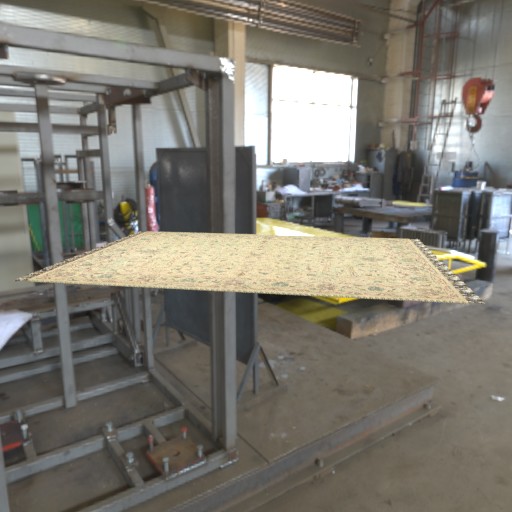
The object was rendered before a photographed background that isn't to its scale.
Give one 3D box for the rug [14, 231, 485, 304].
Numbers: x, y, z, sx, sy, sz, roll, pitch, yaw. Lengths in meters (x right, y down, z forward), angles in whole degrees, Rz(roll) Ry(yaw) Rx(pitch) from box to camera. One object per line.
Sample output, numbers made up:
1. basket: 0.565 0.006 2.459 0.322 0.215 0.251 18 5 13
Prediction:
1. rug: 0.000 0.000 2.251 1.802 0.008 1.247 2 13 9
